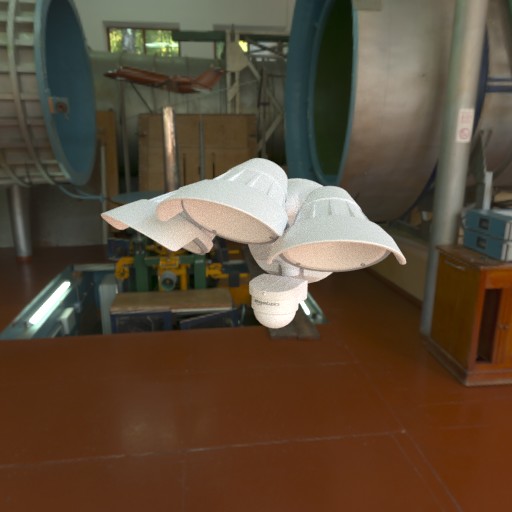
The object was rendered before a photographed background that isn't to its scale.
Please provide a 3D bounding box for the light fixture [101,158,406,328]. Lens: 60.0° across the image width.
[{"bbox_3d":[0.000,0.000,0.551,0.369,0.237,0.278,8,17,26],"label":"light fixture"}]
